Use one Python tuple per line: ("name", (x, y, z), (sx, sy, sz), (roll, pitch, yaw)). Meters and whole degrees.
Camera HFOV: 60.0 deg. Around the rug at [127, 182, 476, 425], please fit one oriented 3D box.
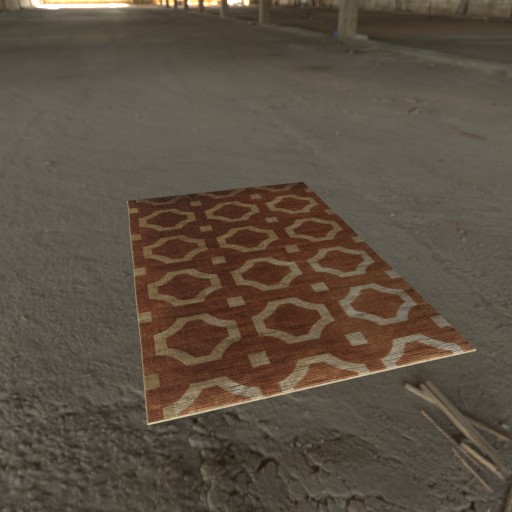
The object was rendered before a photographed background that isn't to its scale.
("rug", (0.000, 0.000, 2.892), (1.555, 0.016, 2.286), (-8, 32, -14))
